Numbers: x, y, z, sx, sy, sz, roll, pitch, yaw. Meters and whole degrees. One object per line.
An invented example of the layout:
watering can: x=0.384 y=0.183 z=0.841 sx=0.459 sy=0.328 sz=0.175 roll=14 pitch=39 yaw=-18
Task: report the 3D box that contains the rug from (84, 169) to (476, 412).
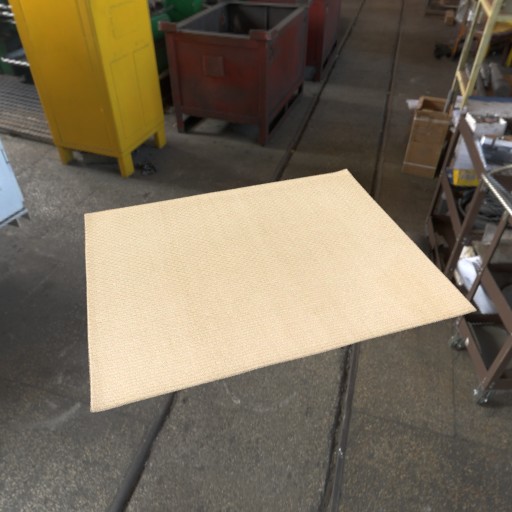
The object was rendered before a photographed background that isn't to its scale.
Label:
rug: x=0.000 y=0.000 z=3.937 sx=2.897 sy=0.035 sz=2.277 roll=-12 pitch=42 yaw=-13
